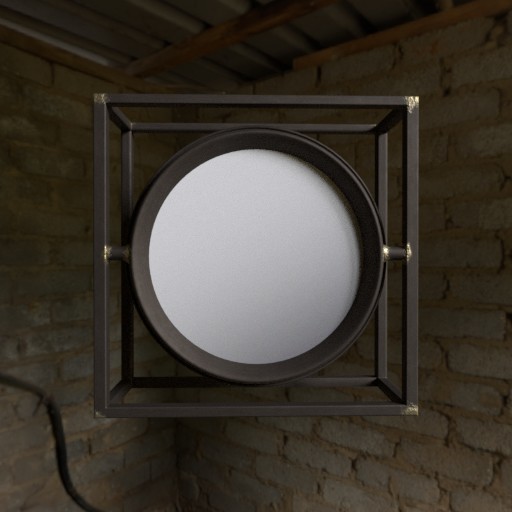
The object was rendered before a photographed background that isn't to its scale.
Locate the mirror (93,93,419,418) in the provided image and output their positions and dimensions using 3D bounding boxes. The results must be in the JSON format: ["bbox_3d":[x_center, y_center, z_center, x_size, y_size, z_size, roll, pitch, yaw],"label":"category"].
[{"bbox_3d":[0.000,0.000,0.467,0.306,0.303,0.107,0,0,-1],"label":"mirror"}]
